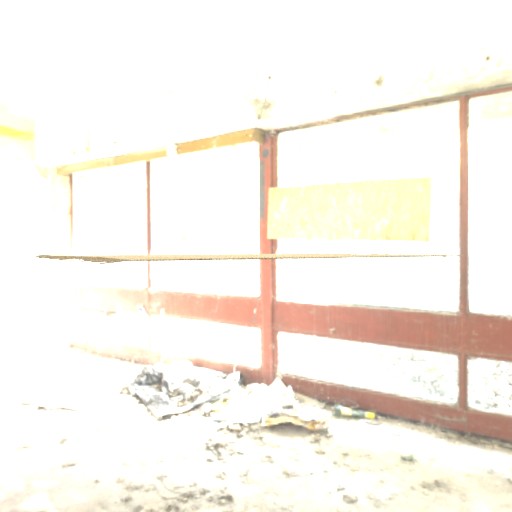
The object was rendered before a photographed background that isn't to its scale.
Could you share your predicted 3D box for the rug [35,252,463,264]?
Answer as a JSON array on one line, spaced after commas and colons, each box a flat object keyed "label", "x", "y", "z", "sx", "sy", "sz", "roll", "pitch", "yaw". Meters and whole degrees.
[{"label": "rug", "x": 0.000, "y": 0.000, "z": 2.416, "sx": 2.021, "sy": 0.027, "sz": 1.224, "roll": -1, "pitch": 1, "yaw": -35}]
